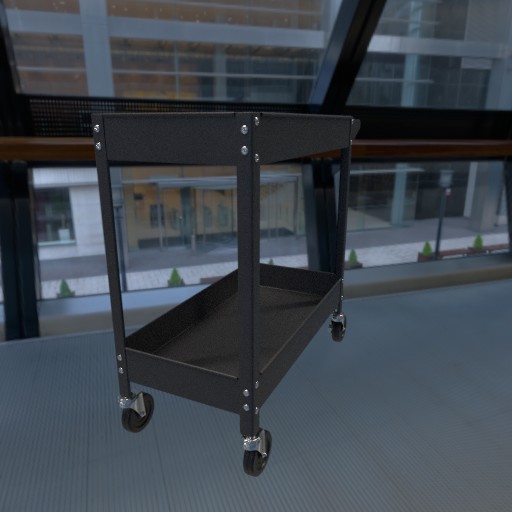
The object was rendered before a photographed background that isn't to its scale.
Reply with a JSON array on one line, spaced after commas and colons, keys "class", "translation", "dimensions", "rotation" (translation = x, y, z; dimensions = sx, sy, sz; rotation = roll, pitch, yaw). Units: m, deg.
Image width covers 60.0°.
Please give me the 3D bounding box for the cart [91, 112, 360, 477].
[{"class": "cart", "translation": [0.000, 0.000, 1.189], "dimensions": [0.366, 0.719, 0.779], "rotation": [8, 18, 24]}]
